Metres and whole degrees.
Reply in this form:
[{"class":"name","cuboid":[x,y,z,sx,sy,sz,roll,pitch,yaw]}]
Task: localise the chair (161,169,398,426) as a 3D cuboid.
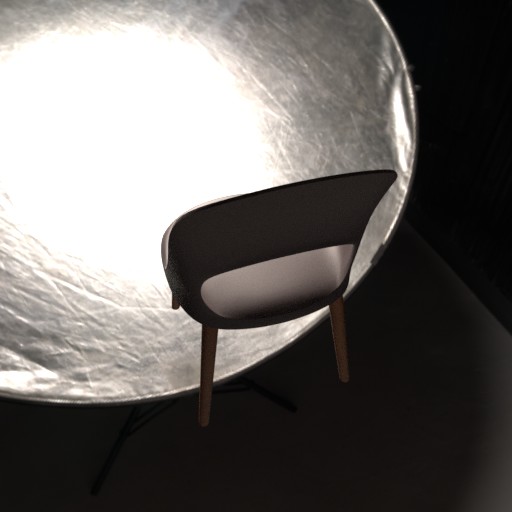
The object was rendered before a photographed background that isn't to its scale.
[{"class":"chair","cuboid":[0.000,0.000,1.149,0.470,0.794,0.556,-13,44,-14]}]
